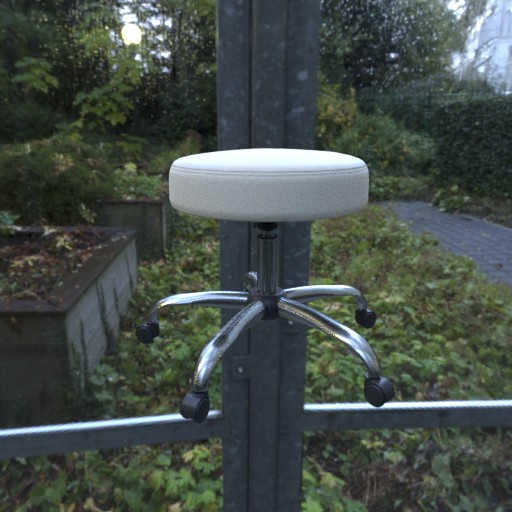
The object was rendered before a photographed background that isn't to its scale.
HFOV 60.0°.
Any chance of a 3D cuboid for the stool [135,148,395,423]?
[{"bbox_3d":[0.000,0.000,1.030,0.614,0.482,0.634,3,16,9],"label":"stool"}]
